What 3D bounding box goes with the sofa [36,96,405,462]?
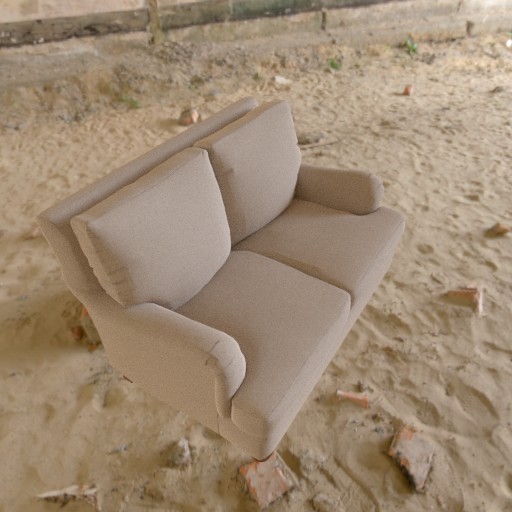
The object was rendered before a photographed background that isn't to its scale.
[{"bbox_3d":[0.000,0.000,2.193,1.087,1.048,1.508,23,46,24],"label":"sofa"}]
